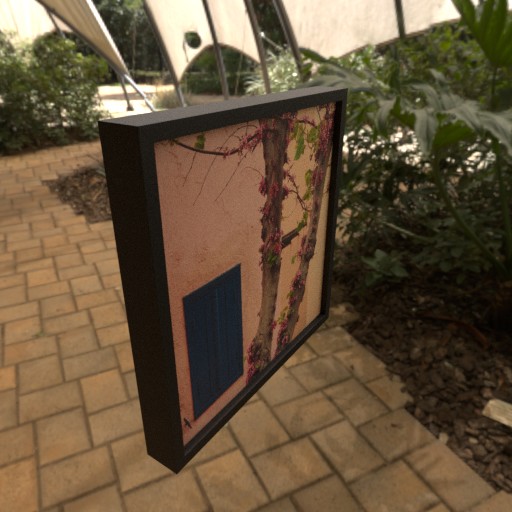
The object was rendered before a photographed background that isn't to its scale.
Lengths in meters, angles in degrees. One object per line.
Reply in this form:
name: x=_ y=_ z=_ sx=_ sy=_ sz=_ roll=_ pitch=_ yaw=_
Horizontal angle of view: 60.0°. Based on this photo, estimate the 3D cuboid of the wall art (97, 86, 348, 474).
wall art: x=0.000 y=0.000 z=0.454 sx=0.038 sy=0.304 sz=0.305 roll=17 pitch=30 yaw=31
